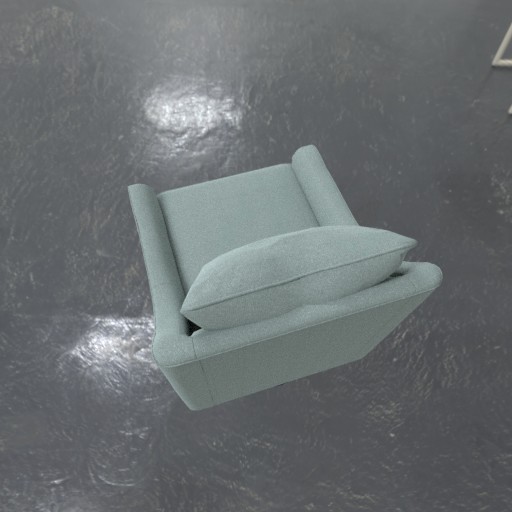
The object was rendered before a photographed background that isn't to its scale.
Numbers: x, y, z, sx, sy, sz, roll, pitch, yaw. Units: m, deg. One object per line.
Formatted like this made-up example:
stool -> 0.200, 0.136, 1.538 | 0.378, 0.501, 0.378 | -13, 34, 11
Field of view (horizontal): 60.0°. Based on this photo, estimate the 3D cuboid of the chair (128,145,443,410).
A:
chair -> 0.000, 0.000, 1.570 | 0.760, 0.926, 0.870 | -15, 59, -9
